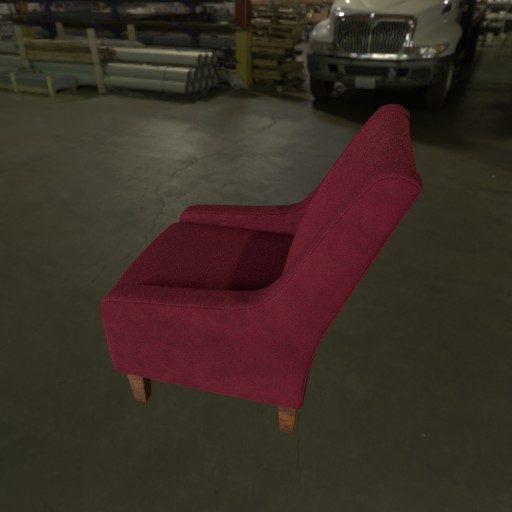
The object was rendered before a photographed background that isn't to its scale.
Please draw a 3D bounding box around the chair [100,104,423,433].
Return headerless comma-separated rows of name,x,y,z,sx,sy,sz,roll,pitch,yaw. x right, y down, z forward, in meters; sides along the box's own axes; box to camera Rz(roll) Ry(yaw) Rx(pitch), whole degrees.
chair,0.000,0.000,1.676,0.985,1.017,0.793,7,32,12
